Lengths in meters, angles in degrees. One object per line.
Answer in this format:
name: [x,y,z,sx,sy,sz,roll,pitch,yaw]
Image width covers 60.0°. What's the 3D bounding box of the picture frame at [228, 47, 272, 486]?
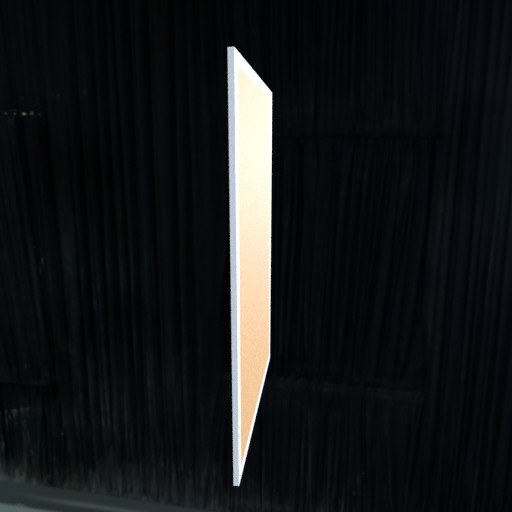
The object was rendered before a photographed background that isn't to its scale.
picture frame: [0.000,0.000,1.236,0.013,0.940,0.659,2,13,8]
